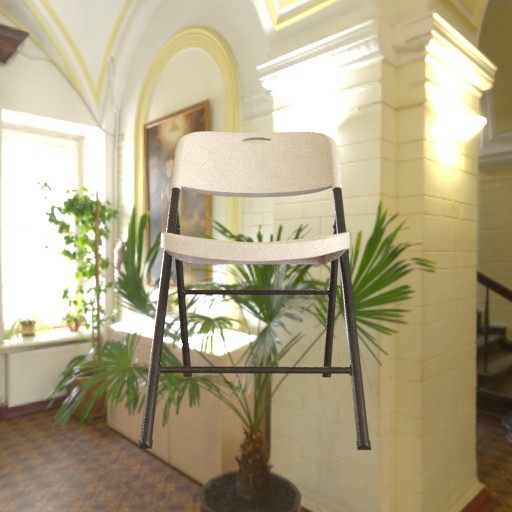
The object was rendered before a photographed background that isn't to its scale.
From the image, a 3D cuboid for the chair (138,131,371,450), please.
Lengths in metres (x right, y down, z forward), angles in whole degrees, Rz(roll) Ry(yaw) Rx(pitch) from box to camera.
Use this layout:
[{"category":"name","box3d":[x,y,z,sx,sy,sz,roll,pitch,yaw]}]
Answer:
[{"category":"chair","box3d":[0.000,0.000,1.205,0.494,0.810,0.566,0,1,1]}]
